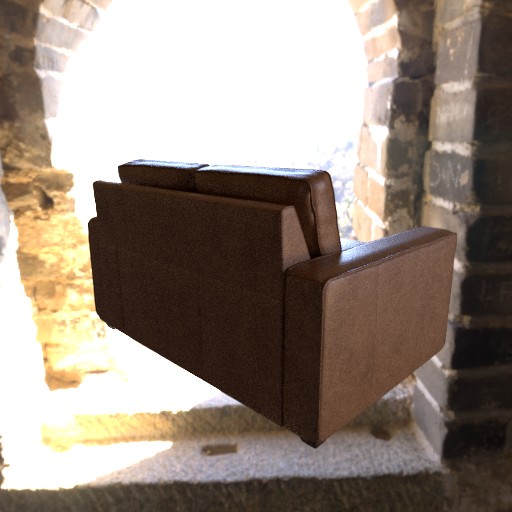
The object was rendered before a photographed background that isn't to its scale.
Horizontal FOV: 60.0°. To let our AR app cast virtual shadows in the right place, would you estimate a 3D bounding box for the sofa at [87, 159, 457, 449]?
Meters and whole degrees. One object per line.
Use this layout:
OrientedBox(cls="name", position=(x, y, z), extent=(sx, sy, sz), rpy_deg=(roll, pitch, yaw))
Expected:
OrientedBox(cls="sofa", position=(0.000, 0.000, 2.132), extent=(1.532, 0.896, 1.020), rpy_deg=(14, 21, 43))
